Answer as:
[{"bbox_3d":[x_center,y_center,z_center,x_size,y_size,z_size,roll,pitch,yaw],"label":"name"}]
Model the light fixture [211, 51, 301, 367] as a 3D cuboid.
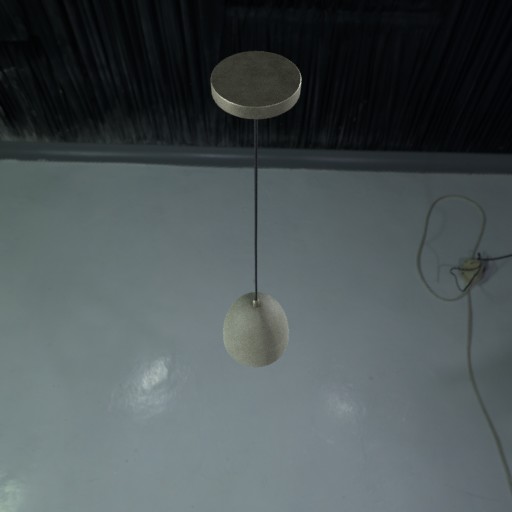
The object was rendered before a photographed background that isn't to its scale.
[{"bbox_3d":[0.000,0.000,0.832,0.170,0.759,0.170,0,57,0],"label":"light fixture"}]
